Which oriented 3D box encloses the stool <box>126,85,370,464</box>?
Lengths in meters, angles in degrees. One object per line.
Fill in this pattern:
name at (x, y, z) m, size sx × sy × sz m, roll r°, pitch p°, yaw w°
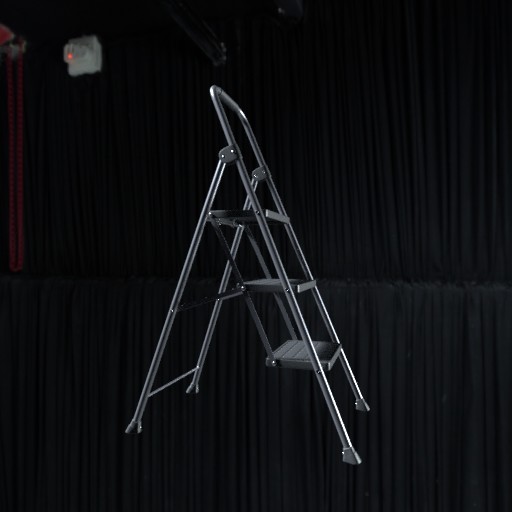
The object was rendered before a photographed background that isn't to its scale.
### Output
stool at (0.000, 0.000, 1.521) m, size 0.733 × 1.121 × 0.473 m, roll 0°, pitch 0°, yaw 17°
